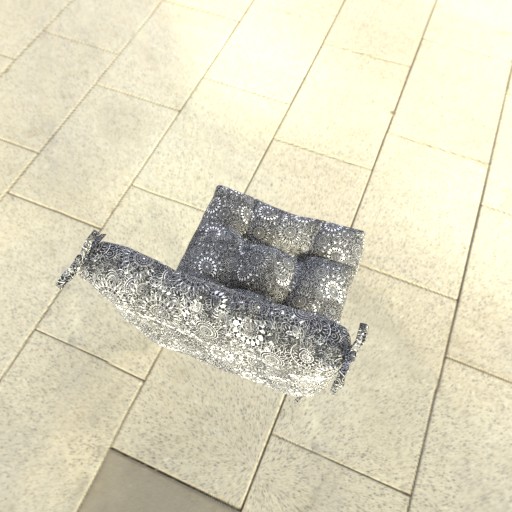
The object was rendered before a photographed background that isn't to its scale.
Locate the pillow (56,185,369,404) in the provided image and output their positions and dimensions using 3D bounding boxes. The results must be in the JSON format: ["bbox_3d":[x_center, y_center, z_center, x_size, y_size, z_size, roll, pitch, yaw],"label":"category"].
[{"bbox_3d":[0.000,0.000,1.027,0.519,0.605,0.571,19,65,9],"label":"pillow"}]
